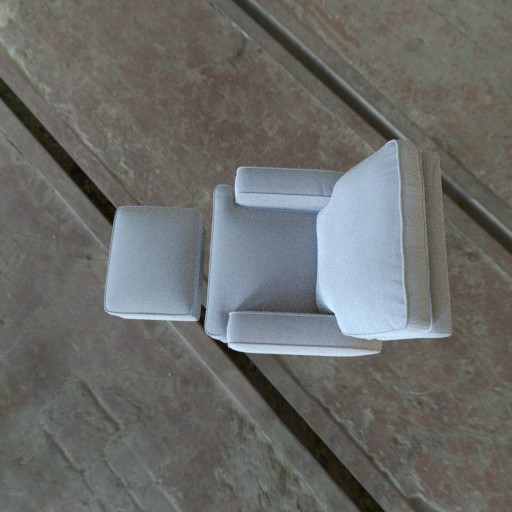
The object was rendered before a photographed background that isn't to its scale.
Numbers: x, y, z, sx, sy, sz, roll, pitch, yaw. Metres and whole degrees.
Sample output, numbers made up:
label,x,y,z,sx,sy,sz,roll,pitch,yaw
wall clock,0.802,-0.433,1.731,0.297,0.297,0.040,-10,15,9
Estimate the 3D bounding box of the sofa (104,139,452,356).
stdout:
label,x,y,z,sx,sy,sz,roll,pitch,yaw
sofa,0.000,0.000,2.069,1.472,0.959,0.861,2,75,1
